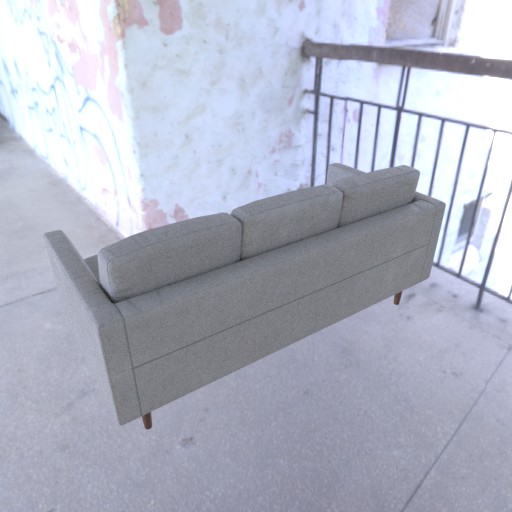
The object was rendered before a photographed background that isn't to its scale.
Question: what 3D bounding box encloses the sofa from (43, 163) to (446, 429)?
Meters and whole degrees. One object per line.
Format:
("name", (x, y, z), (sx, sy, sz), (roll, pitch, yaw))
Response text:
("sofa", (0.000, 0.000, 2.492), (1.983, 0.918, 0.944), (-19, 35, -29))
